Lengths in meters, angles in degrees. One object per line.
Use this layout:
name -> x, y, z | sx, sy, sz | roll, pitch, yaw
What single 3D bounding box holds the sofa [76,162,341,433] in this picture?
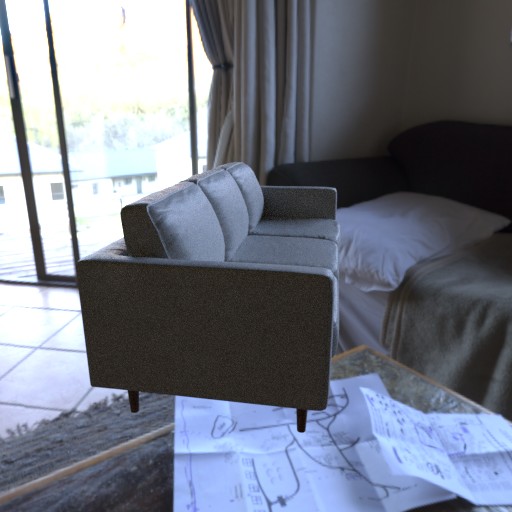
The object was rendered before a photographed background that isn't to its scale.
sofa -> 0.000, 0.000, 2.483 | 0.944, 0.918, 1.983 | 3, 17, 10
